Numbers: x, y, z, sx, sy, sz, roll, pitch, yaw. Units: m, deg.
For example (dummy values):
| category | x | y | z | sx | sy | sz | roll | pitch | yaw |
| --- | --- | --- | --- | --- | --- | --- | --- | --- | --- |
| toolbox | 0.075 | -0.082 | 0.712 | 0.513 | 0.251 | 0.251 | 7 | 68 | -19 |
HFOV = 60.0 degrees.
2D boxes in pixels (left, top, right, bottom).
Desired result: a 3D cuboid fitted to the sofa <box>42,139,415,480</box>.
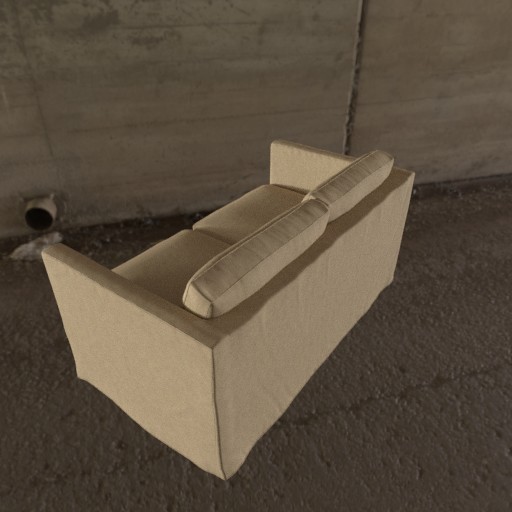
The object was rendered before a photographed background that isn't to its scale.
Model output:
| category | x | y | z | sx | sy | sz | roll | pitch | yaw |
| --- | --- | --- | --- | --- | --- | --- | --- | --- | --- |
| sofa | 0.000 | 0.000 | 2.262 | 0.962 | 0.835 | 1.719 | 22 | 39 | 30 |
